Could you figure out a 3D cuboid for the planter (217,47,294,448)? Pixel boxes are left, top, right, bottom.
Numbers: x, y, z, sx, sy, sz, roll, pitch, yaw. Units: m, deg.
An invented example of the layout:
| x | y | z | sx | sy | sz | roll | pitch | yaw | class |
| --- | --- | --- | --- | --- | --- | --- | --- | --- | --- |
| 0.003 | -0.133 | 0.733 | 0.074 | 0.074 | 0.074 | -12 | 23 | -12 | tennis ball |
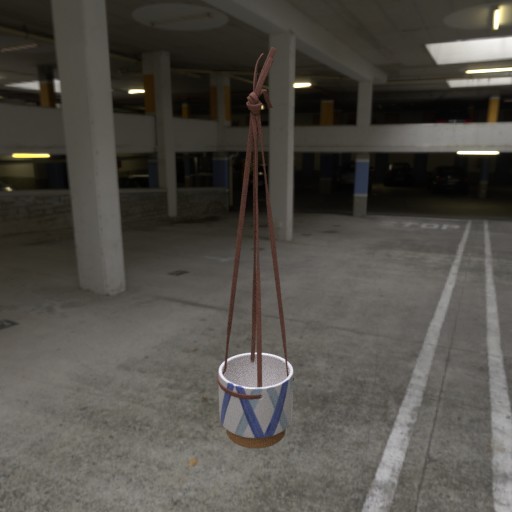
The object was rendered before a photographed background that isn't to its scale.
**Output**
| x | y | z | sx | sy | sz | roll | pitch | yaw | class |
| --- | --- | --- | --- | --- | --- | --- | --- | --- | --- |
| 0.000 | 0.000 | 0.846 | 0.153 | 0.753 | 0.157 | 7 | 15 | 26 | planter |
